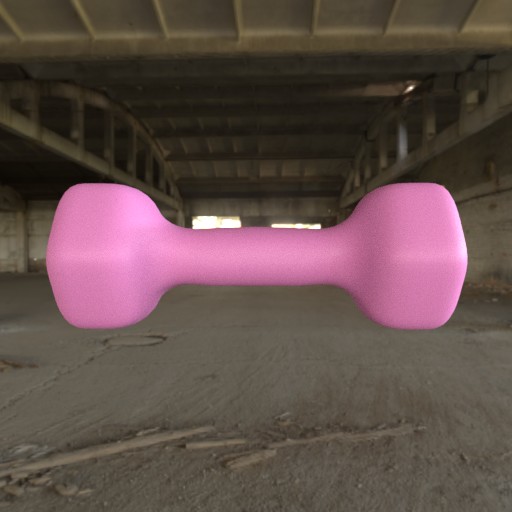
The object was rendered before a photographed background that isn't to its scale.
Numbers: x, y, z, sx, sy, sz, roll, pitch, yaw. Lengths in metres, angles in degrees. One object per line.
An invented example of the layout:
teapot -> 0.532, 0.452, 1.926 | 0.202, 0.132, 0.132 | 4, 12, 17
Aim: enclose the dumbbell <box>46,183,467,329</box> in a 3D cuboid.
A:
dumbbell -> 0.000, 0.000, 0.184 | 0.159, 0.058, 0.064 | 0, 1, 1
